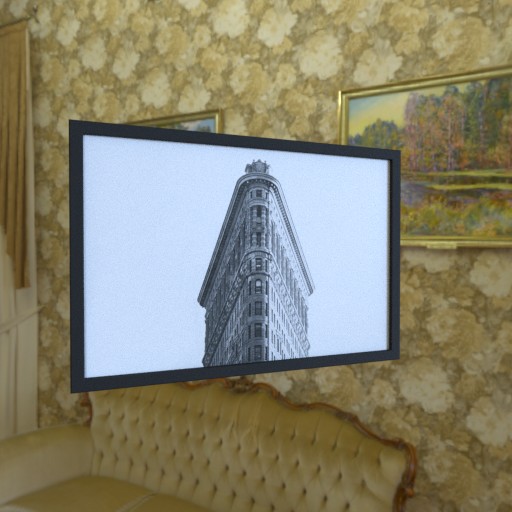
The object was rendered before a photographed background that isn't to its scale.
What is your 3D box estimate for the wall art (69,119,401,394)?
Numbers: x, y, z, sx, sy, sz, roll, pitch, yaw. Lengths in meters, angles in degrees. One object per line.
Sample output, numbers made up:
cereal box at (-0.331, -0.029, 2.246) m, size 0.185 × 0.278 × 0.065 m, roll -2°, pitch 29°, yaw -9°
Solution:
wall art at (0.000, 0.000, 1.243) m, size 0.964 × 0.659 × 0.049 m, roll 0°, pitch 1°, yaw -19°
